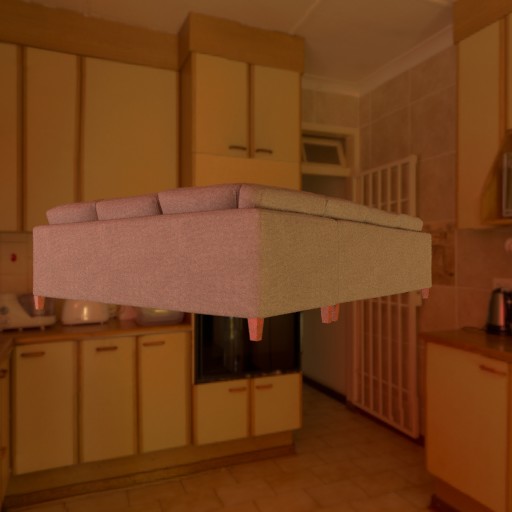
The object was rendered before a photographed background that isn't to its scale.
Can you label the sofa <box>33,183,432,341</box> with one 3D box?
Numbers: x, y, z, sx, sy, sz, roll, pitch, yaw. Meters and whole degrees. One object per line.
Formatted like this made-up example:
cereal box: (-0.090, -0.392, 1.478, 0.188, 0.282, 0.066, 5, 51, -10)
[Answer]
sofa: (0.000, 0.000, 4.482, 2.593, 0.947, 3.302, 0, 0, 37)
